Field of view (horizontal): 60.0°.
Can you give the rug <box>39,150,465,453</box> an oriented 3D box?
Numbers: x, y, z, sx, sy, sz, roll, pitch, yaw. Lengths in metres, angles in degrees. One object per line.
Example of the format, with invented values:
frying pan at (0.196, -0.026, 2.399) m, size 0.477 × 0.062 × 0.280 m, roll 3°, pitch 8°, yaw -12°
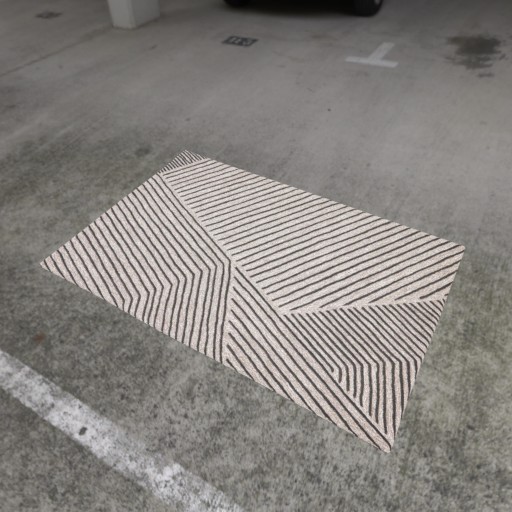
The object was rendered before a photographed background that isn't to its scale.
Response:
rug at (0.000, 0.000, 2.292) m, size 1.842 × 0.019 × 1.237 m, roll 23°, pitch 50°, yaw 21°
